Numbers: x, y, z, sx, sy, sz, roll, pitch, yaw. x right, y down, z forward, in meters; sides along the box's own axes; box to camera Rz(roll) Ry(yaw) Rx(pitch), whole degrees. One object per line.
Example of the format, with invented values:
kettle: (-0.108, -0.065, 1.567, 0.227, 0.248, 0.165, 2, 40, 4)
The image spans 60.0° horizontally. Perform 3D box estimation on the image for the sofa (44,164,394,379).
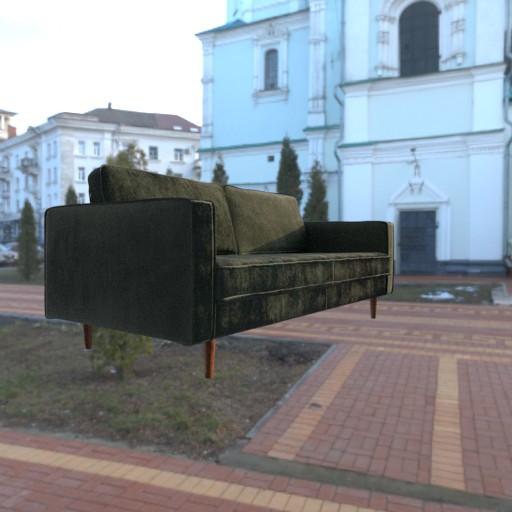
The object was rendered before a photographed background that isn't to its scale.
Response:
sofa: (0.000, 0.000, 2.288, 0.886, 0.781, 1.816, 1, 2, 36)
